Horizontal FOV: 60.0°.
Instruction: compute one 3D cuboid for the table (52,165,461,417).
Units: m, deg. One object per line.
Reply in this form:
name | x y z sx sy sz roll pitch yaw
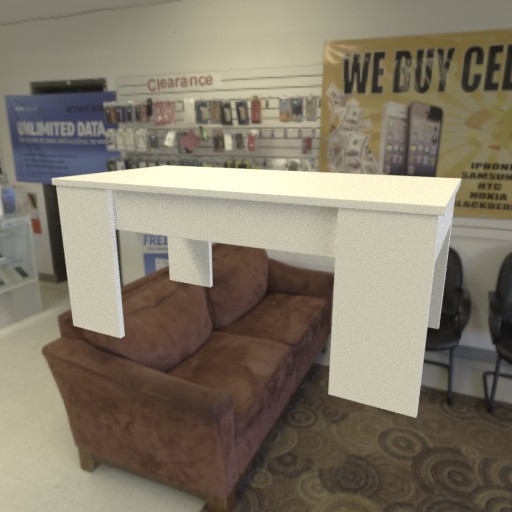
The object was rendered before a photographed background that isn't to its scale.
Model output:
table | 0.000 0.000 1.269 1.000 0.440 0.500 8 18 26
